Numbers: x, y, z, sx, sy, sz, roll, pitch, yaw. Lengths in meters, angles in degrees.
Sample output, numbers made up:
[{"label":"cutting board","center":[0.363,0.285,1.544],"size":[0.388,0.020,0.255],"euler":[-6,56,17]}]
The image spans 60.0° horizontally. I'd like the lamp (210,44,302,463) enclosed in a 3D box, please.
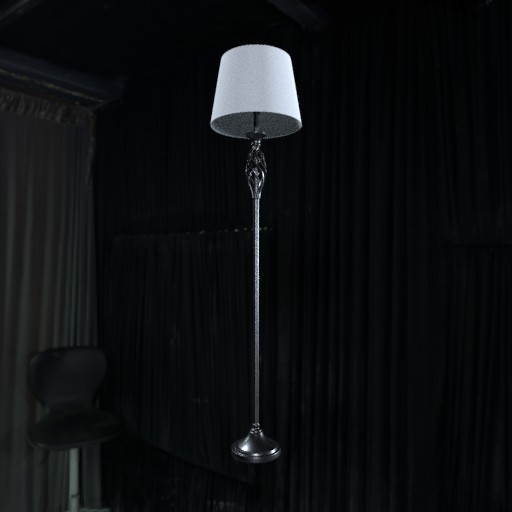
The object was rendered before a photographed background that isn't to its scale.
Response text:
[{"label":"lamp","center":[0.000,0.000,1.841],"size":[0.379,1.623,0.379],"euler":[0,0,0]}]
